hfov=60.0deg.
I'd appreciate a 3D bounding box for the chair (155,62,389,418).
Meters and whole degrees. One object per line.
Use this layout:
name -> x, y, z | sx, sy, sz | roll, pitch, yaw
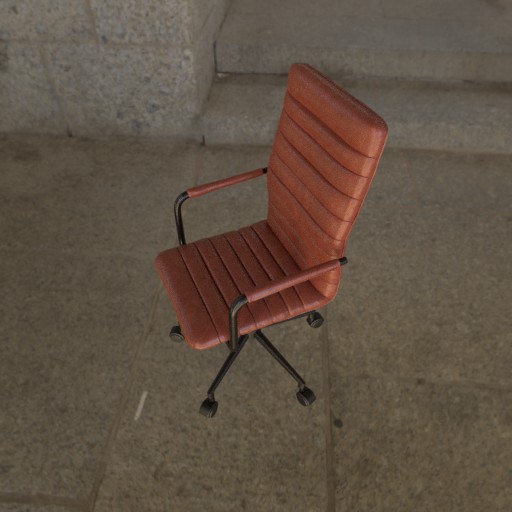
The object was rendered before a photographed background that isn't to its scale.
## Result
chair -> 0.000, 0.000, 1.356 | 0.580, 0.979, 0.608 | -18, 47, -17
